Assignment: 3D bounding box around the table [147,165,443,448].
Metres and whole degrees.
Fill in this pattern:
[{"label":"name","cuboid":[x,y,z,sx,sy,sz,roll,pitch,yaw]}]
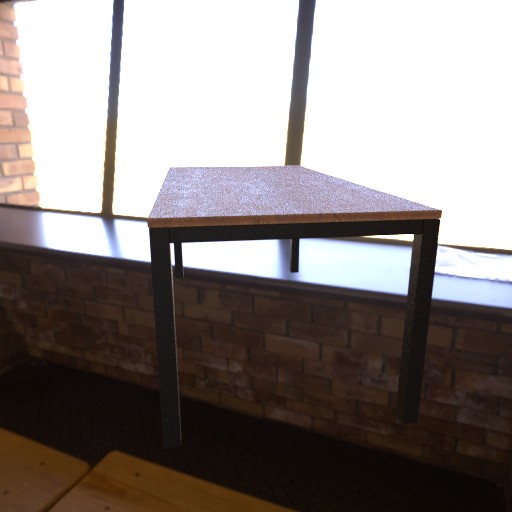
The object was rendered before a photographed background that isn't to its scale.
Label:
[{"label":"table","cuboid":[0.000,0.000,2.268,0.893,0.767,1.805,-2,16,-8]}]
